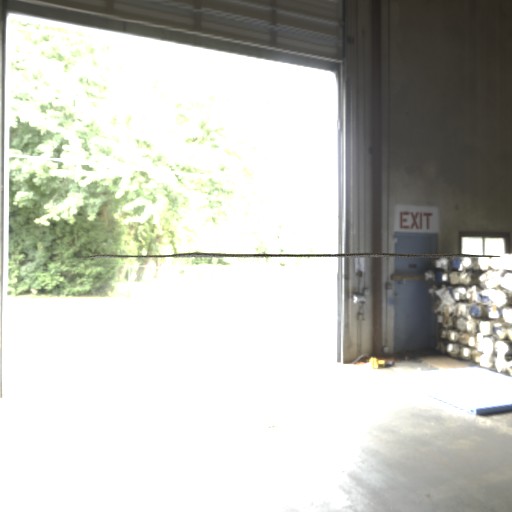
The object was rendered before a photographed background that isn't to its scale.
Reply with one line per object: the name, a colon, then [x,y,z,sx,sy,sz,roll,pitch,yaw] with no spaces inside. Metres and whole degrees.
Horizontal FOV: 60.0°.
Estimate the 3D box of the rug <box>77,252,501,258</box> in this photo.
rug: [0.000,0.000,4.191,2.428,0.027,3.333,0,0,-36]
